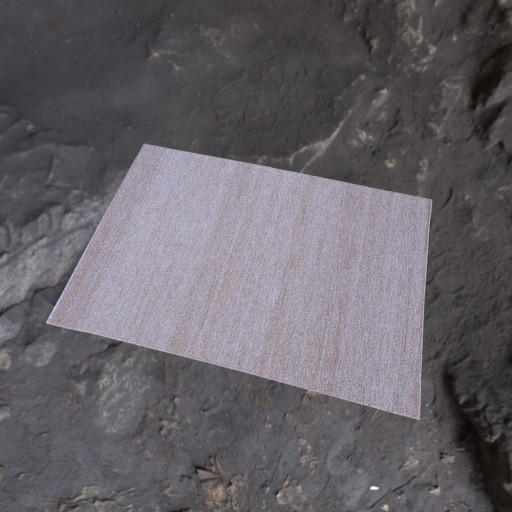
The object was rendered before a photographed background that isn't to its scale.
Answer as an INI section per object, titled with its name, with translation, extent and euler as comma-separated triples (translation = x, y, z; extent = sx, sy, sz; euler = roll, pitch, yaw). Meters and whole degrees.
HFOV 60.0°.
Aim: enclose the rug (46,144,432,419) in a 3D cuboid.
[rug]
translation = 0.000, 0.000, 2.996
extent = 2.283, 0.030, 1.596
euler = 13, 59, 8
